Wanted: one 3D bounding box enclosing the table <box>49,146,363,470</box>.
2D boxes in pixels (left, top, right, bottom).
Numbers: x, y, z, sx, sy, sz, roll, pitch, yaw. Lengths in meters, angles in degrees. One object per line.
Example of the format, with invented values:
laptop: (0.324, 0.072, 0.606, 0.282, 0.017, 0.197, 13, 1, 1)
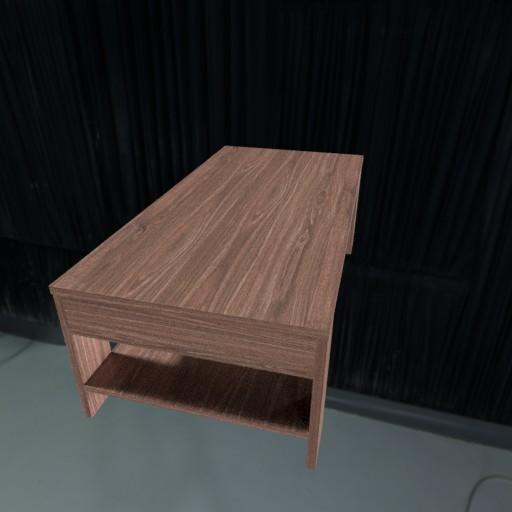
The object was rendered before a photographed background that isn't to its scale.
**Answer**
table: (0.000, 0.000, 1.487, 0.600, 0.400, 1.200, 7, 29, 13)
